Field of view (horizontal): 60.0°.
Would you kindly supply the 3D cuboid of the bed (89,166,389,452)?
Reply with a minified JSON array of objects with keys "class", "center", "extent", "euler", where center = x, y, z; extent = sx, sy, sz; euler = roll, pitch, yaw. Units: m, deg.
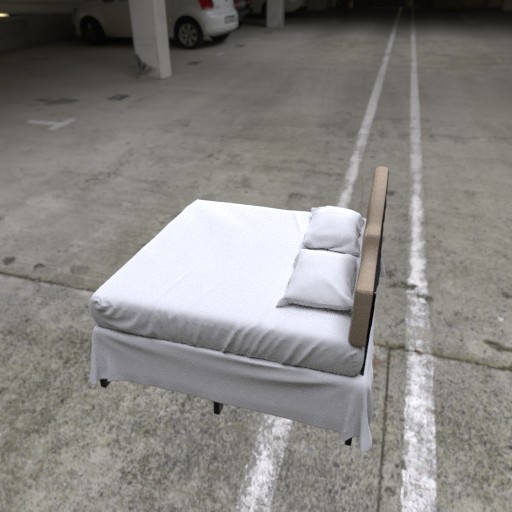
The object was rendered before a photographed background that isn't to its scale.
[{"class":"bed","center":[0.000,0.000,3.742],"extent":[2.222,1.631,2.303],"euler":[8,30,14]}]
